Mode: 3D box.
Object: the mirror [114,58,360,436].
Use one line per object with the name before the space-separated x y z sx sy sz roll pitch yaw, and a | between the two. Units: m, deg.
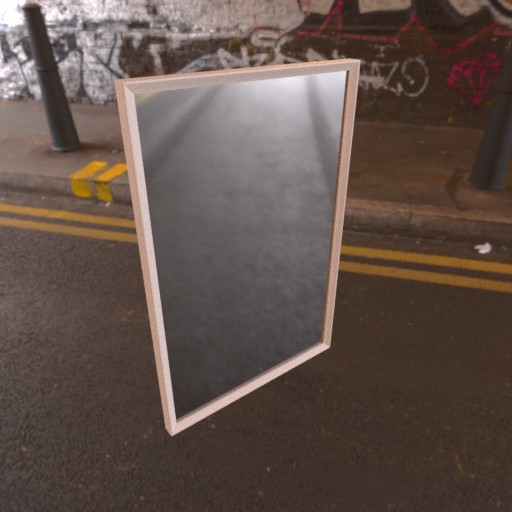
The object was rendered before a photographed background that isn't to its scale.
mirror | 0.000 0.000 1.164 0.609 0.915 0.041 -20 35 -31
